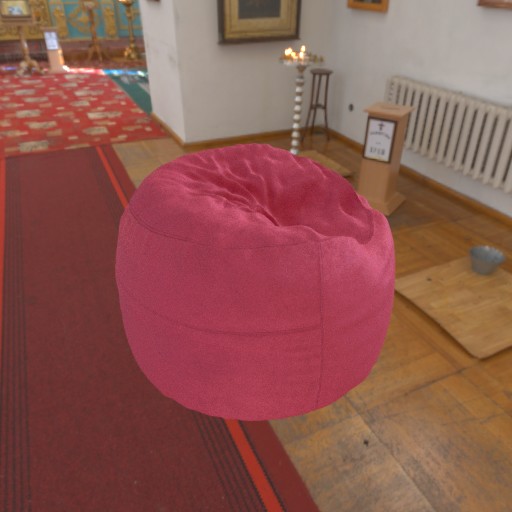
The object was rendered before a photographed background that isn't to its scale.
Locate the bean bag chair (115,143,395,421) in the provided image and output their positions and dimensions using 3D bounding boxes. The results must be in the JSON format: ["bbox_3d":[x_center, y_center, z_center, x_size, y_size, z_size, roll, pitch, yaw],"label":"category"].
[{"bbox_3d":[0.000,0.000,1.974,1.218,0.788,1.218,0,31,0],"label":"bean bag chair"}]
